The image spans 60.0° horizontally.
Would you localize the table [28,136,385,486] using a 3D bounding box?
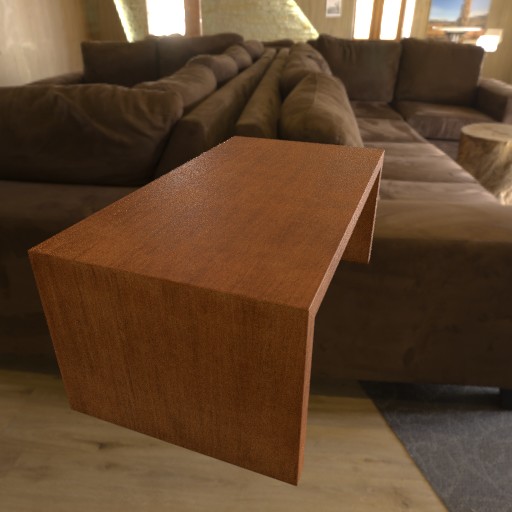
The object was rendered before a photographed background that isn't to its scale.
[{"bbox_3d":[0.000,0.000,1.264,0.549,0.419,1.000,10,30,18],"label":"table"}]
